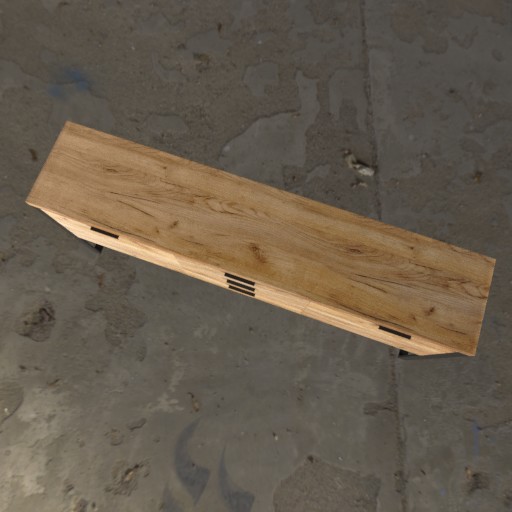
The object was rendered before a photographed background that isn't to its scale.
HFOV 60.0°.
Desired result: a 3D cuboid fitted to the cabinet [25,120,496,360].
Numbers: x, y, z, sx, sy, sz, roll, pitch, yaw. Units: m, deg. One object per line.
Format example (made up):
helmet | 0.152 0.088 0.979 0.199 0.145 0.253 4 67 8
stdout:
cabinet | 0.000 0.000 2.086 1.800 0.762 0.395 19 76 5
